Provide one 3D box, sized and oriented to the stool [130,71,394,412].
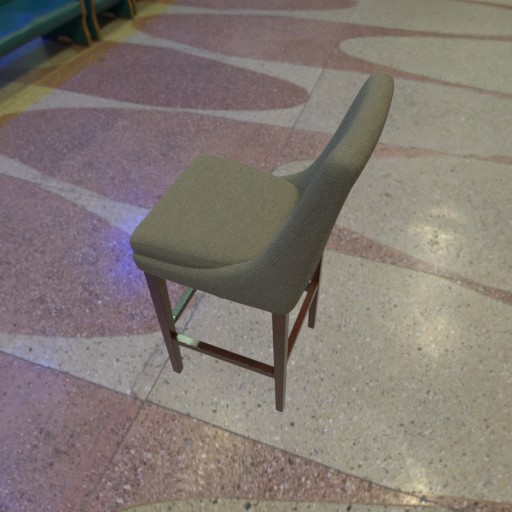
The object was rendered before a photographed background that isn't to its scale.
[{"bbox_3d":[0.000,0.000,1.370,0.577,1.078,0.470,16,49,15],"label":"stool"}]
